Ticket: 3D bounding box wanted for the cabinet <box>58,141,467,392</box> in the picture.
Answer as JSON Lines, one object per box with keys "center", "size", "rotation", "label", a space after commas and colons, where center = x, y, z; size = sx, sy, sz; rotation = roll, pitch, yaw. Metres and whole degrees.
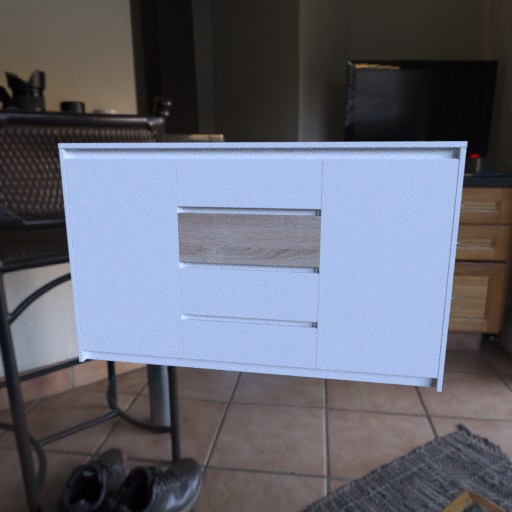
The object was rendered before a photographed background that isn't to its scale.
{"center": [0.000, 0.000, 1.833], "size": [1.450, 0.900, 0.380], "rotation": [2, 13, 9], "label": "cabinet"}
